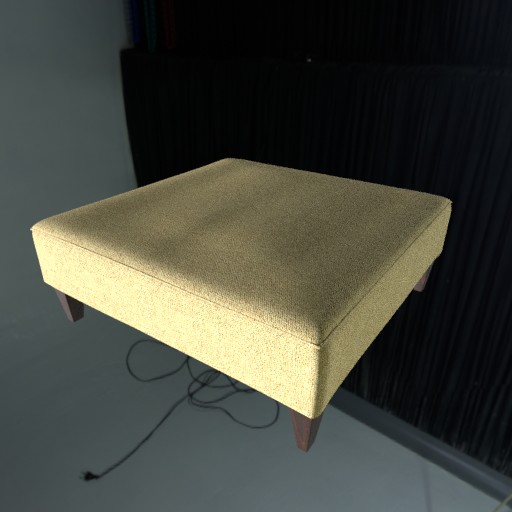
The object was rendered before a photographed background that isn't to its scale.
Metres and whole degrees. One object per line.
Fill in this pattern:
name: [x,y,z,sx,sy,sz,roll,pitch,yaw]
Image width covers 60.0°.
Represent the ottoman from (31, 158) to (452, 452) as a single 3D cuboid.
ottoman: [0.000,0.000,1.478,0.981,0.378,0.970,18,32,31]
